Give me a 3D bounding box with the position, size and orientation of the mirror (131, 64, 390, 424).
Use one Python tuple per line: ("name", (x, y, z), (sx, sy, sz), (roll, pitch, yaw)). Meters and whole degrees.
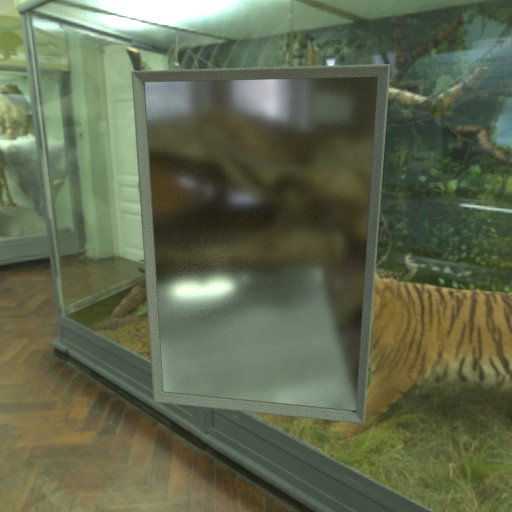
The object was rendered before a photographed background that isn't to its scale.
("mirror", (0.000, 0.000, 1.165), (0.609, 0.915, 0.041), (3, 15, 9))
